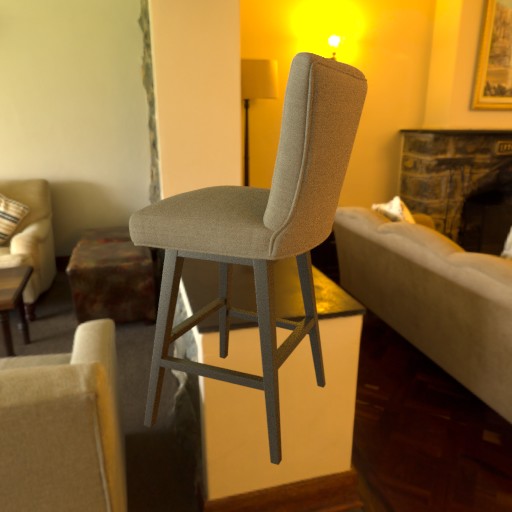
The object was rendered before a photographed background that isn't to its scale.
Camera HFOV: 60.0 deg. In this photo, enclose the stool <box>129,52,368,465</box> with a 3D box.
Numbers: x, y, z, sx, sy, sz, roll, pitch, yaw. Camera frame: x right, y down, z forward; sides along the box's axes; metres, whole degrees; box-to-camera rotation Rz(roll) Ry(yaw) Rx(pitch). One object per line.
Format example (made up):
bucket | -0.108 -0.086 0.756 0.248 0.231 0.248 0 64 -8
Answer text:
stool | 0.000 0.000 1.385 0.574 1.086 0.514 8 18 24
